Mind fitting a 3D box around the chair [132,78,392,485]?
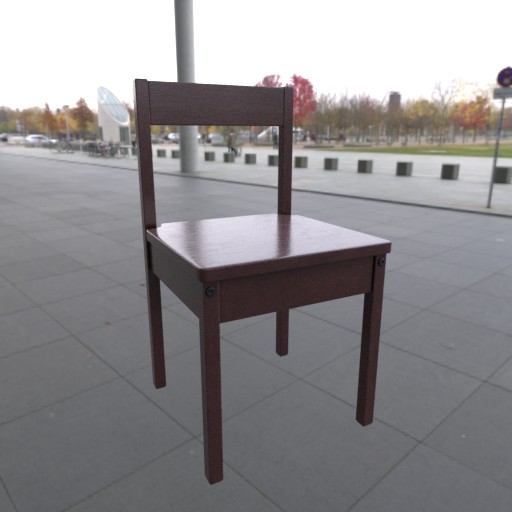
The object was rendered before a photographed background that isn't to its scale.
[{"bbox_3d":[0.000,0.000,0.874,0.367,0.668,0.361,-8,17,-27],"label":"chair"}]
